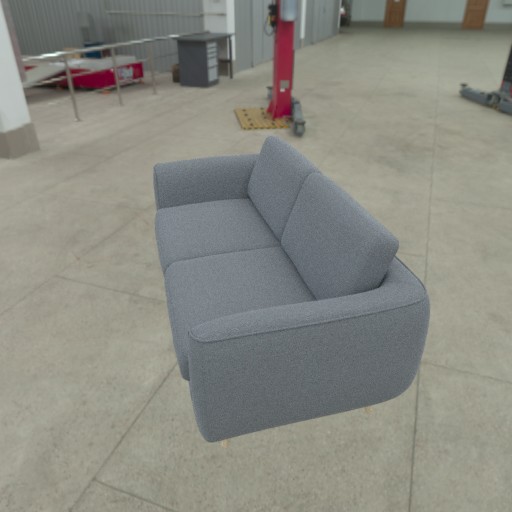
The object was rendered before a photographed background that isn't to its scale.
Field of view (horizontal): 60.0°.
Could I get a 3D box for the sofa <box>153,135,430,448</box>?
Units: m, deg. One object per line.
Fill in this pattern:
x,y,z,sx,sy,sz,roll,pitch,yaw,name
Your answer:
0.000,0.000,2.181,0.920,0.850,1.700,-8,31,-13,sofa
